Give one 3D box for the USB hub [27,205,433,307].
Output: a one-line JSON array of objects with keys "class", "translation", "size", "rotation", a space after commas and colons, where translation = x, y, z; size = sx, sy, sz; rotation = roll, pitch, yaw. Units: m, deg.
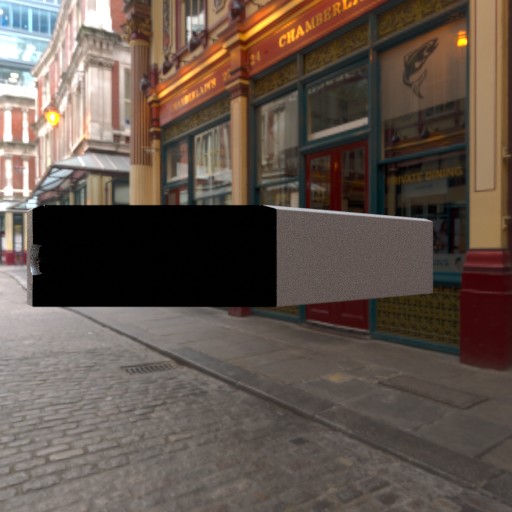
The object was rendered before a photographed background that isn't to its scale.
[{"class": "USB hub", "translation": [0.000, 0.000, 0.124], "size": [0.110, 0.023, 0.044], "rotation": [0, 0, -36]}]
